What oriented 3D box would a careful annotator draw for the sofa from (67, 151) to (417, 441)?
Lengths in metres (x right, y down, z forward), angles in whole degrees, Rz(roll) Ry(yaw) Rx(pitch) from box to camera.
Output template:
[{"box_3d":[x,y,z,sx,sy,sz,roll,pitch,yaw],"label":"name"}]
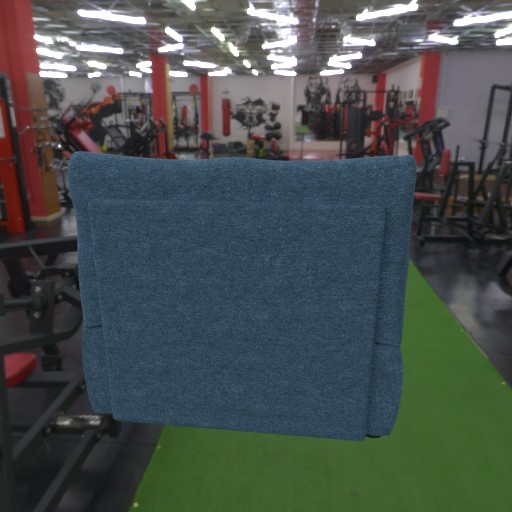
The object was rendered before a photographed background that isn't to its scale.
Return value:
[{"box_3d":[0.000,0.000,1.661,0.930,0.820,1.000,2,18,7],"label":"sofa"}]
